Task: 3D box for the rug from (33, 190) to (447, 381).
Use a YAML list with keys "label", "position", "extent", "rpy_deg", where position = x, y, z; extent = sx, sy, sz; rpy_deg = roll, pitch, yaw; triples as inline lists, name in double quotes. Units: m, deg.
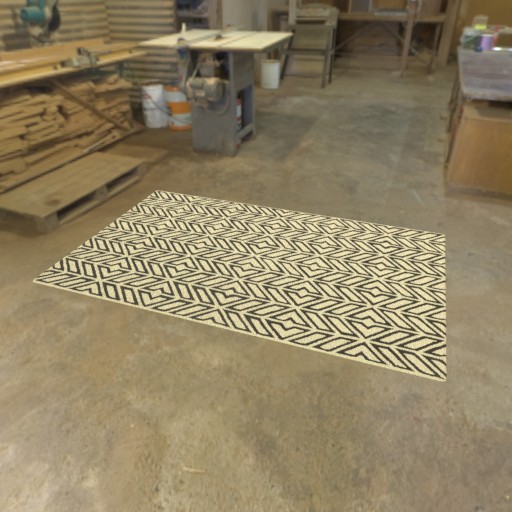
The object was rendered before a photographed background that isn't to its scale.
- label: "rug"
  position: [0.000, 0.000, 3.033]
  extent: [2.438, 0.008, 1.523]
  rpy_deg: [11, 33, 17]
